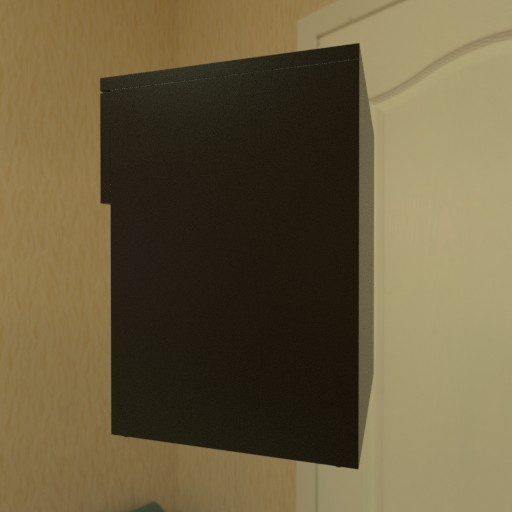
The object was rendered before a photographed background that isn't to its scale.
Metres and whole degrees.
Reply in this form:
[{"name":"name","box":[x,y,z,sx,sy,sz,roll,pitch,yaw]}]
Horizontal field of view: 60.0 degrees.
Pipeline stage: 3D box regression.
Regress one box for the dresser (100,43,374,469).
[{"name":"dresser","box":[0.000,0.000,0.730,0.360,0.470,0.400,0,1,17]}]
